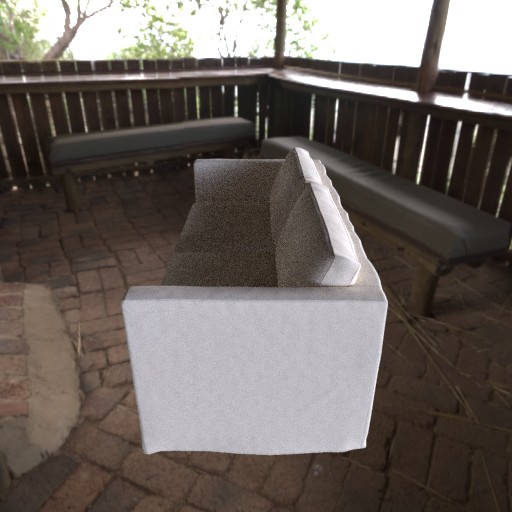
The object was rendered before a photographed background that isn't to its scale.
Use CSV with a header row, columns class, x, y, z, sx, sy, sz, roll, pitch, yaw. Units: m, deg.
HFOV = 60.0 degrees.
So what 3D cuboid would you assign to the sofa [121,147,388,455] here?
class,x,y,z,sx,sy,sz,roll,pitch,yaw
sofa,0.000,0.000,2.502,0.940,0.870,1.987,0,26,0
